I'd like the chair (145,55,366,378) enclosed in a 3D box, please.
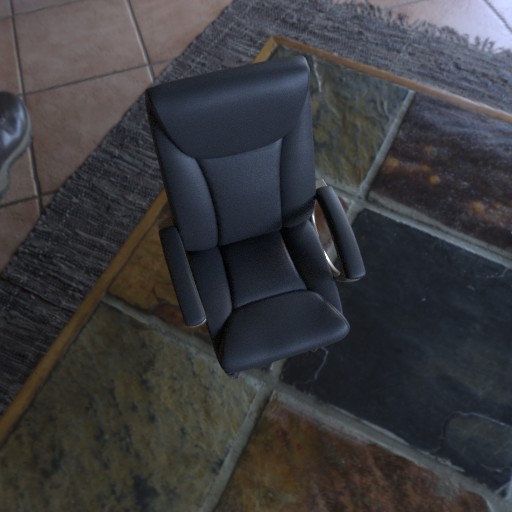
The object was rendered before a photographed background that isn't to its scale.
[{"bbox_3d":[0.000,0.000,1.642,0.694,1.188,0.748,-15,64,-8],"label":"chair"}]
